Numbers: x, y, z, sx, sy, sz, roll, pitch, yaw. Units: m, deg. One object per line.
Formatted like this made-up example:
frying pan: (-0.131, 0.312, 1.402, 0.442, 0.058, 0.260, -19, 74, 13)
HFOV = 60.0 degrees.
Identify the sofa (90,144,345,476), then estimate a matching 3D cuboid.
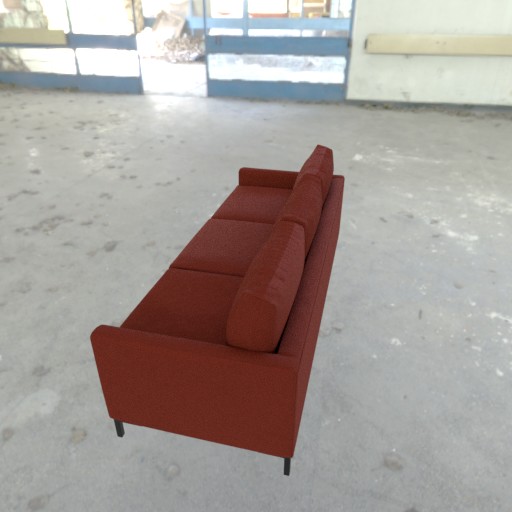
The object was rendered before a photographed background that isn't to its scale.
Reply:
sofa: (0.000, 0.000, 2.709, 0.875, 0.879, 2.252, 7, 30, 12)
